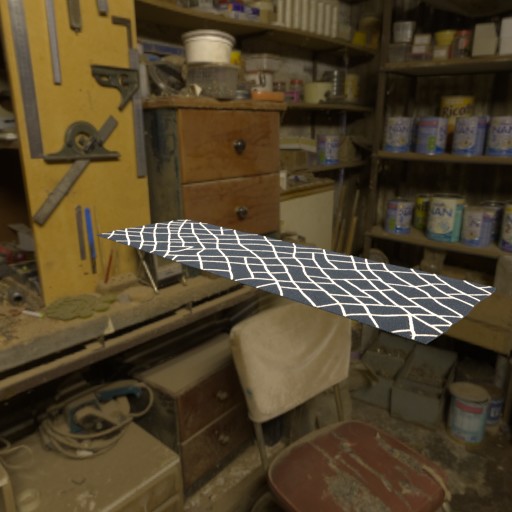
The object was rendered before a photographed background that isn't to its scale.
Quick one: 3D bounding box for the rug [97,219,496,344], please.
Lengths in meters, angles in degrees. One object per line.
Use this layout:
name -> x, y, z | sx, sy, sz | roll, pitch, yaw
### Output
rug -> 0.000, 0.000, 2.675 | 2.476, 0.010, 0.807 | 15, 22, 42
